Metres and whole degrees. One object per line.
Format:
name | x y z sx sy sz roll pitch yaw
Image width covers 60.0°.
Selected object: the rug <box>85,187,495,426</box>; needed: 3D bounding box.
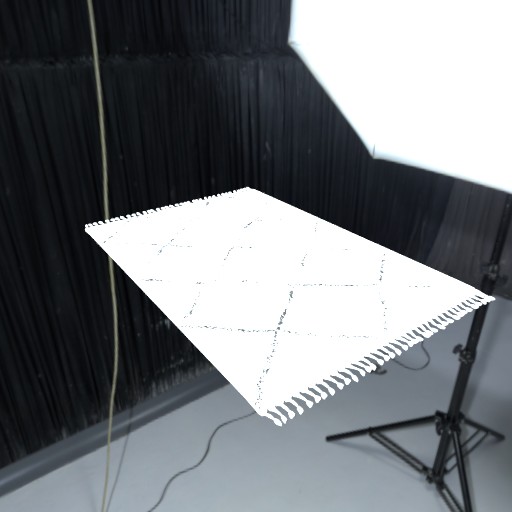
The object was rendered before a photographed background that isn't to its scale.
rug | 0.000 0.000 2.809 1.494 0.031 2.307 -18 32 -32
